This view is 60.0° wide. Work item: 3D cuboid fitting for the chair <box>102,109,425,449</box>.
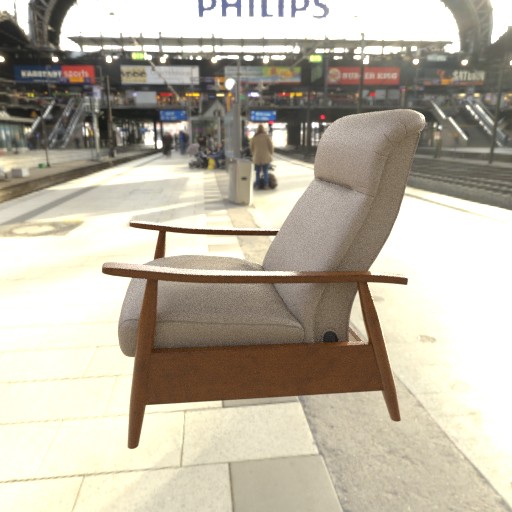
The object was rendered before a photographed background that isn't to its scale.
[{"bbox_3d":[0.000,0.000,1.743,1.032,1.082,0.762,-2,15,-9],"label":"chair"}]
